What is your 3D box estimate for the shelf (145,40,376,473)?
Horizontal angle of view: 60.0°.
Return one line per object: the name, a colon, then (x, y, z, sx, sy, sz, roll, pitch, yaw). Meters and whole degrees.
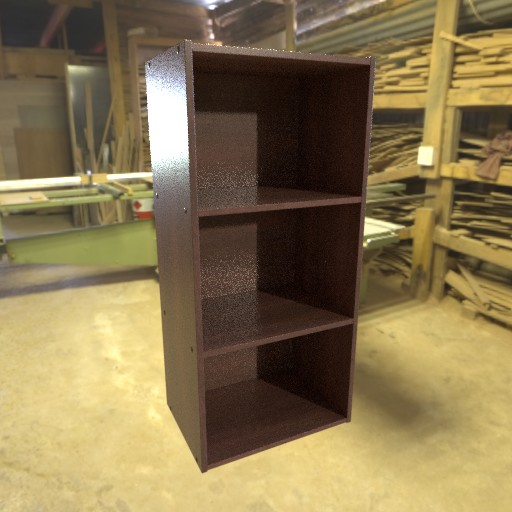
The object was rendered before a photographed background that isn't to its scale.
shelf: (0.000, 0.000, 1.075, 0.414, 0.879, 0.290, -8, 18, -25)
